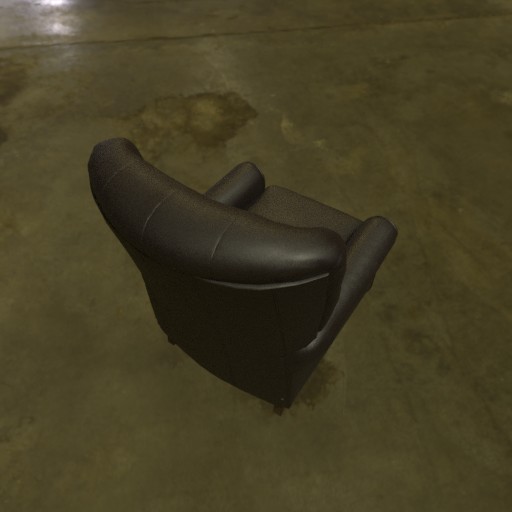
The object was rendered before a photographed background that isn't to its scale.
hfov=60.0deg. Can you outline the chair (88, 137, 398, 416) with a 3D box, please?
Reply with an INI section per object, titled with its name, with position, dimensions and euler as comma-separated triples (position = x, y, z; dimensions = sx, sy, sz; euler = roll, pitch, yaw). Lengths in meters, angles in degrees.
[chair]
position = 0.000, 0.000, 1.869
dimensions = 0.948, 1.158, 1.058
euler = 27, 53, 23
